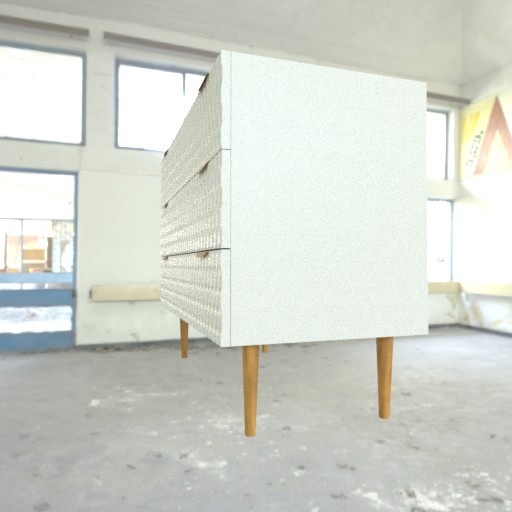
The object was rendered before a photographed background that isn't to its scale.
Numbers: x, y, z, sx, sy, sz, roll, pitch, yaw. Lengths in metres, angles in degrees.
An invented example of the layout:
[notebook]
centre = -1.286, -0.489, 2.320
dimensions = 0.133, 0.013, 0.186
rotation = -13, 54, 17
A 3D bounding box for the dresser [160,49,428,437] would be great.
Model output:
[dresser]
centre = 0.000, 0.000, 1.287
dimensions = 0.457, 0.721, 0.905
rotation = 0, -1, -19
